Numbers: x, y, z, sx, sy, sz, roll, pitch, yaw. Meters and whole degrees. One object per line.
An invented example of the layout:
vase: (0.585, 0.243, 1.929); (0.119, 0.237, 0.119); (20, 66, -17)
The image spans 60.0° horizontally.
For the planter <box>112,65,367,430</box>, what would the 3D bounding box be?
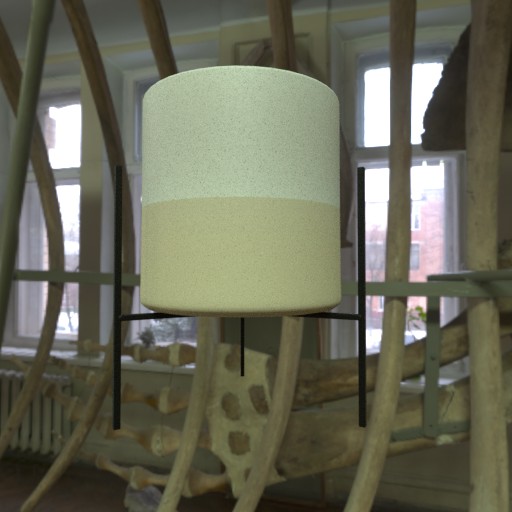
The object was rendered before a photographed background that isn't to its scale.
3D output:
planter: (0.000, 0.000, 0.547); (0.267, 0.362, 0.263); (0, -2, 17)
